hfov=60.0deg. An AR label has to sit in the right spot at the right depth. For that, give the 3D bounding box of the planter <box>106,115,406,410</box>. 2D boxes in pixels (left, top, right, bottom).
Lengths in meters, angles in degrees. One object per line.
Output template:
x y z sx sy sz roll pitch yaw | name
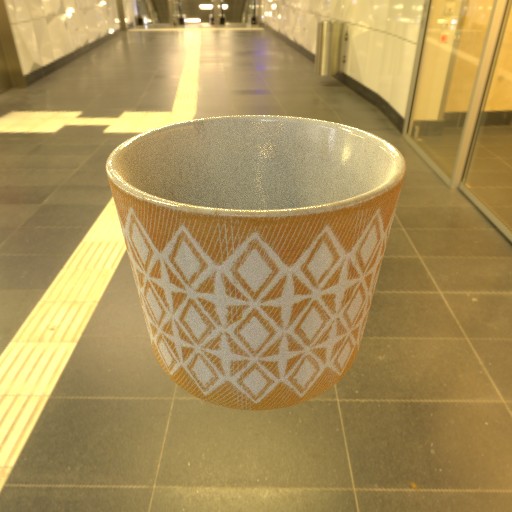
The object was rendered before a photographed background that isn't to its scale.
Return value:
0.000 0.000 0.338 0.193 0.165 0.193 0 31 0 | planter
